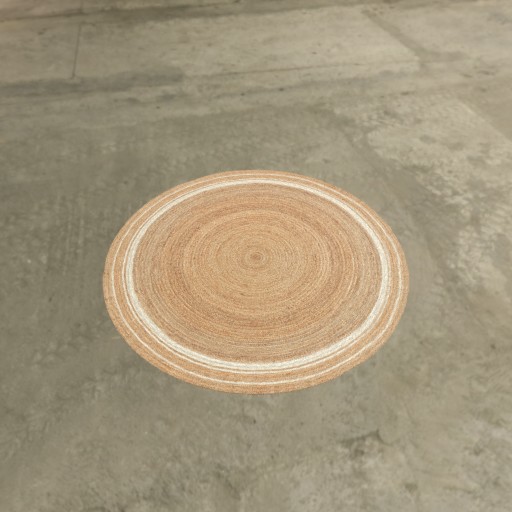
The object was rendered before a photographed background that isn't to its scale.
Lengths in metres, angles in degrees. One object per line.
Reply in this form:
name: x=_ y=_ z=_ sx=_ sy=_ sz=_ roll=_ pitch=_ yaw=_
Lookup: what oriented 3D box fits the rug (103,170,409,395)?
rug: x=0.000 y=0.000 z=3.642 sx=2.444 sy=0.015 sz=2.444 roll=0 pitch=45 yaw=0
